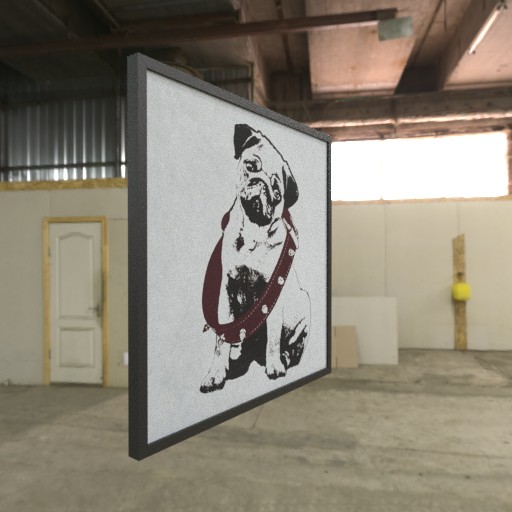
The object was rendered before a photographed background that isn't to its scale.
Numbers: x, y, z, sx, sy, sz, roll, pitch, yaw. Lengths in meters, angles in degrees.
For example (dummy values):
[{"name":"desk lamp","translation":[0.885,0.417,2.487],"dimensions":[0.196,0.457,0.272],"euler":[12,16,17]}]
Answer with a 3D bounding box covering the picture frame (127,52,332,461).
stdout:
[{"name":"picture frame","translation":[0.000,0.000,1.156],"dimensions":[0.032,0.775,0.775],"euler":[0,1,37]}]
